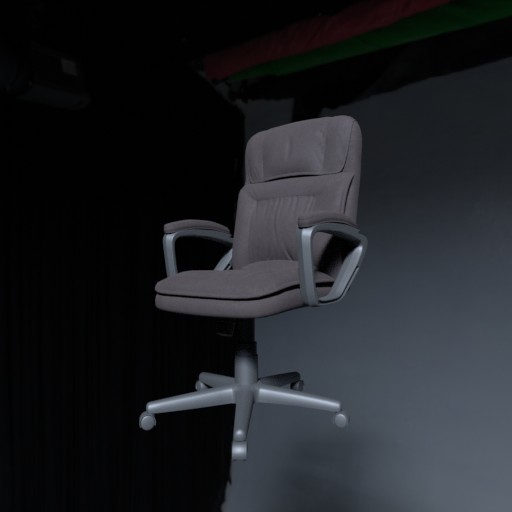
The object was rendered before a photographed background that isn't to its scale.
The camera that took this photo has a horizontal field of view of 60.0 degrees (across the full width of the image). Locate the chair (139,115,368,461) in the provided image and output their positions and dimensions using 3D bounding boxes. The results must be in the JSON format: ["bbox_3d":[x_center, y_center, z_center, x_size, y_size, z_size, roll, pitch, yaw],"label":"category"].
[{"bbox_3d":[0.000,0.000,1.575,0.667,1.105,0.724,0,0,36],"label":"chair"}]
